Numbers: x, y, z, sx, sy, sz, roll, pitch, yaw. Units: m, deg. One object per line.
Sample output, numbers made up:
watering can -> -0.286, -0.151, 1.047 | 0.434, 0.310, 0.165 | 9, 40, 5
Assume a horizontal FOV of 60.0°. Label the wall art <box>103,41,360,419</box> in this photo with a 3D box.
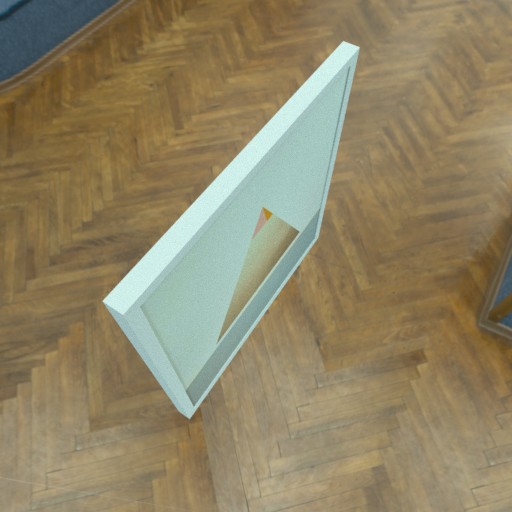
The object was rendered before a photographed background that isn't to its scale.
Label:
wall art -> 0.000, 0.000, 1.148 | 0.041, 0.765, 0.768 | 30, 63, 17
